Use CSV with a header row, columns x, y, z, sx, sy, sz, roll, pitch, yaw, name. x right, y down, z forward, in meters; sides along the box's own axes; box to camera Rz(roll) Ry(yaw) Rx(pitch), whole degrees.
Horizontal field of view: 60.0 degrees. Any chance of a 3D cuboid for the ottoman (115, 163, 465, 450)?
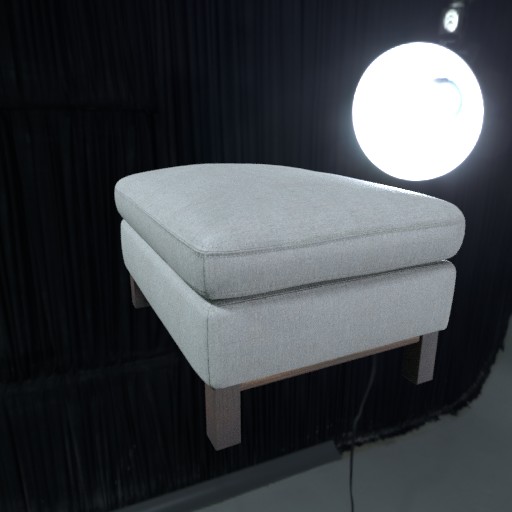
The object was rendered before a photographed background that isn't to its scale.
x,y,z,sx,sy,sz,roll,pitch,yaw,name
0.000,0.000,1.027,0.528,0.404,0.735,-8,18,-25,ottoman
